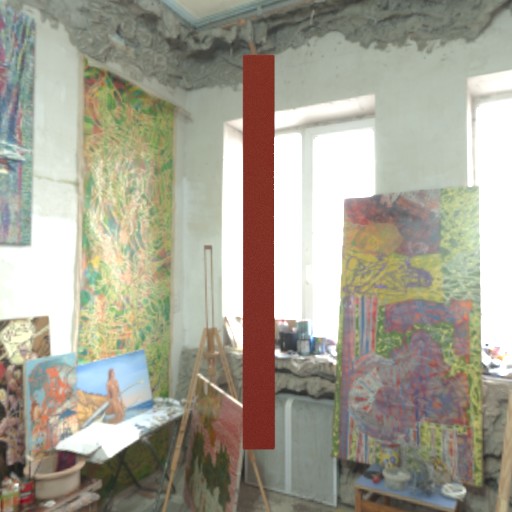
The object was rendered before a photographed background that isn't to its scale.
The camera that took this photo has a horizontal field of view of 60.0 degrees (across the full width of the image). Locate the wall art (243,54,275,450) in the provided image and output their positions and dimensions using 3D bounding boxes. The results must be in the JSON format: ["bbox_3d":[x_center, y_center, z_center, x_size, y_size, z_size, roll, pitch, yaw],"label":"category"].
[{"bbox_3d":[0.000,0.000,0.757,0.033,0.405,0.607,0,-1,-1],"label":"wall art"}]
